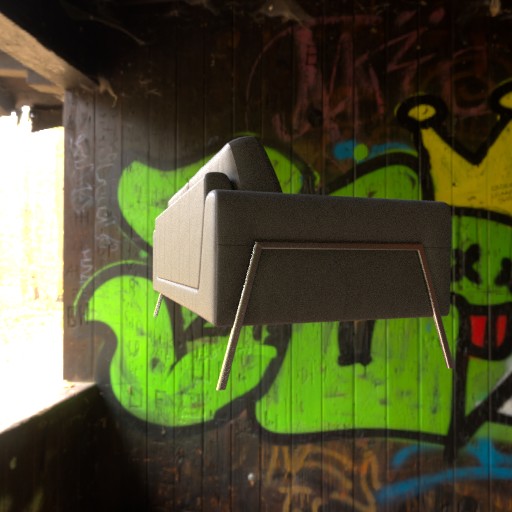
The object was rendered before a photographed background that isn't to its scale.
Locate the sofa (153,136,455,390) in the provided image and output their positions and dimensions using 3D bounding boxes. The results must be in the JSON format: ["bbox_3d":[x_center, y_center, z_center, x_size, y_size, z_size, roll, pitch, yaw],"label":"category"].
[{"bbox_3d":[0.000,0.000,2.498,0.953,0.875,2.017,0,-1,-19],"label":"sofa"}]
